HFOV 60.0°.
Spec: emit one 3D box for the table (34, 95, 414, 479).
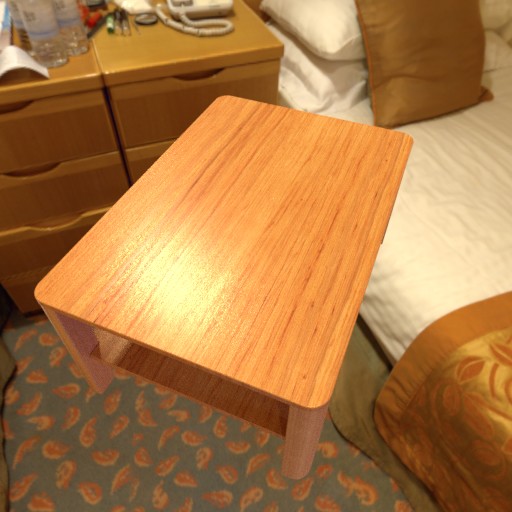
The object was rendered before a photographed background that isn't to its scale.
[{"bbox_3d":[0.000,0.000,1.372,0.696,0.445,0.997,17,50,15],"label":"table"}]
